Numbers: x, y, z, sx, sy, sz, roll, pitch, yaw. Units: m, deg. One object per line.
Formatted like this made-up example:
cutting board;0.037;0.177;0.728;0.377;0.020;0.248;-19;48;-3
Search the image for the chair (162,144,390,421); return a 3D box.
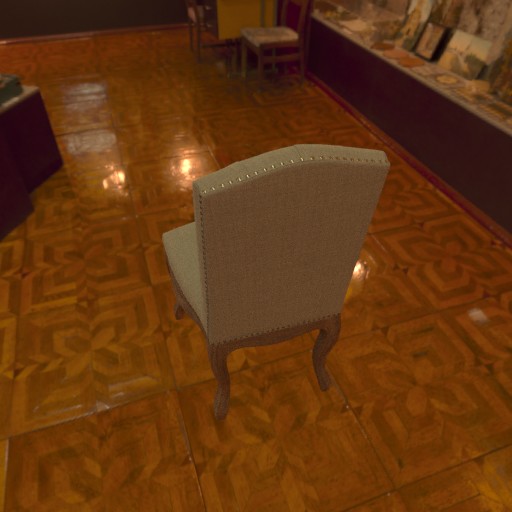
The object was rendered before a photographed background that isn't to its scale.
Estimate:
chair;0.000;0.000;1.628;0.637;1.191;0.731;-11;43;-13
